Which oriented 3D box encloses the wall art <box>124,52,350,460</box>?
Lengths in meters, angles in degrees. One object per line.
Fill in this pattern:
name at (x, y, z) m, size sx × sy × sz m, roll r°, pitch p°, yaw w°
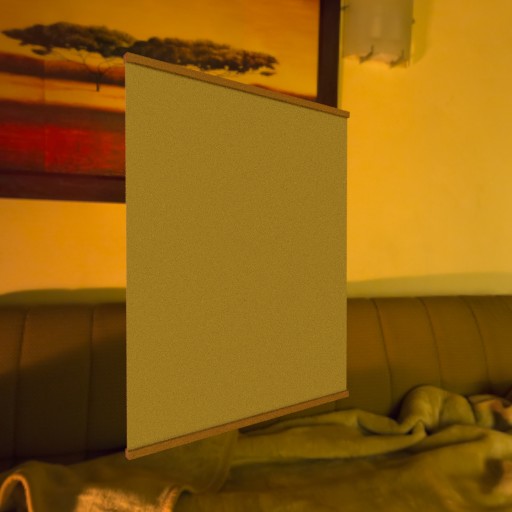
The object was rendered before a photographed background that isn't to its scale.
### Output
wall art at (0.000, 0.000, 0.677) m, size 0.405 × 0.508 × 0.012 m, roll -1°, pitch 1°, yaw -36°
